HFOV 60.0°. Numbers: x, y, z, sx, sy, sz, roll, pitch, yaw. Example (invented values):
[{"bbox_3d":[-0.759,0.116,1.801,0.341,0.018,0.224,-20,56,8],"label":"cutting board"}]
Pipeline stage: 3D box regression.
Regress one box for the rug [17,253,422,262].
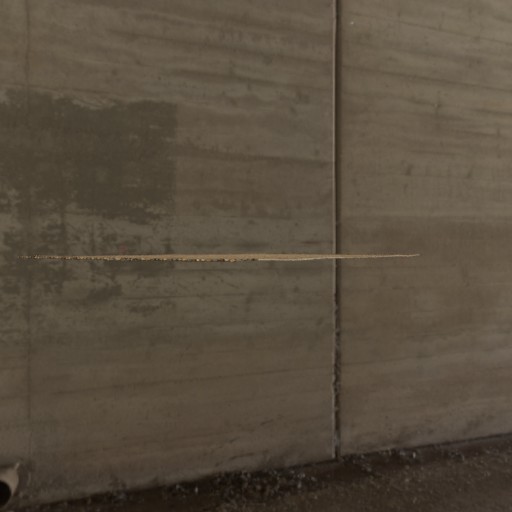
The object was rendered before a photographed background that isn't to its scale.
[{"bbox_3d":[0.000,0.000,2.309,1.218,0.017,1.861,1,1,35],"label":"rug"}]
